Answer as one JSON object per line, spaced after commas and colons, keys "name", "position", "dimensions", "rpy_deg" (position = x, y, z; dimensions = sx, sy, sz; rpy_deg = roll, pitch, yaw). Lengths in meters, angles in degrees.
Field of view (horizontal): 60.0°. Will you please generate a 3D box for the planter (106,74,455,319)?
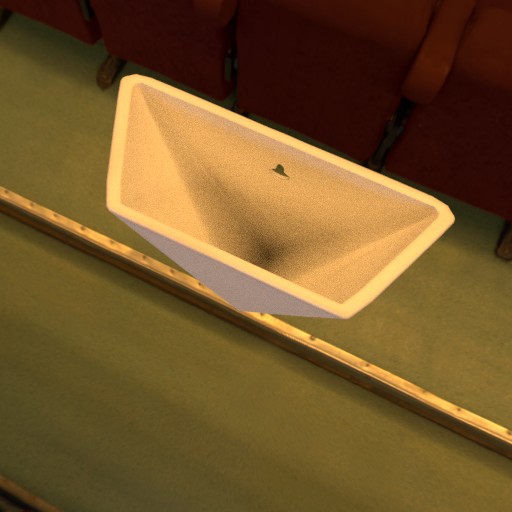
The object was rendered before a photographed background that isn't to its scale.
{"name": "planter", "position": [0.000, 0.000, 0.271], "dimensions": [0.150, 0.197, 0.060], "rpy_deg": [25, 77, 6]}
